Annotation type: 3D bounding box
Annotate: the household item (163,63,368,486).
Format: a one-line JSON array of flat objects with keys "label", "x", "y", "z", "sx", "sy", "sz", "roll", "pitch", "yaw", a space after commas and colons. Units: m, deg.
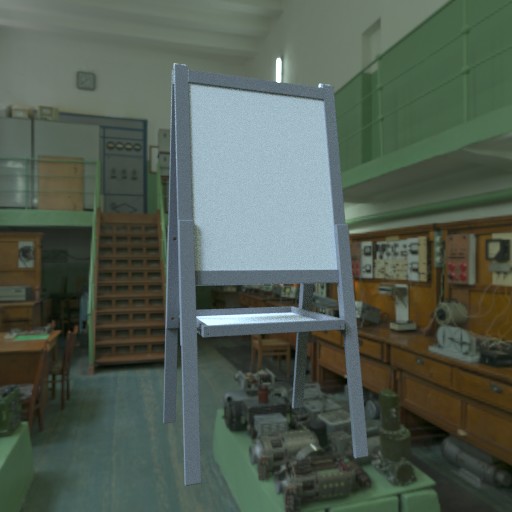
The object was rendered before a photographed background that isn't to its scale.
[{"label": "household item", "x": 0.000, "y": 0.000, "z": 1.429, "sx": 0.531, "sy": 1.172, "sz": 0.469, "roll": 0, "pitch": -1, "yaw": -19}]
